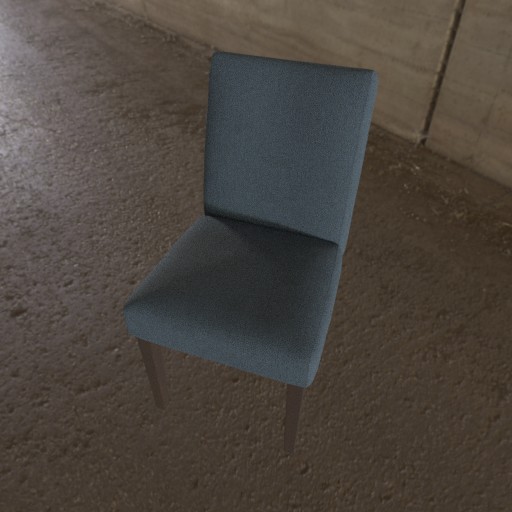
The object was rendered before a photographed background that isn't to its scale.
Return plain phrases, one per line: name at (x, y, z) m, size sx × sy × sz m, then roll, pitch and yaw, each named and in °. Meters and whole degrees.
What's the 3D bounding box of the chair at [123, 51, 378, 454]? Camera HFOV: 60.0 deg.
chair at (0.000, 0.000, 1.228) m, size 0.487 × 0.882 × 0.629 m, roll 13°, pitch 44°, yaw 14°
